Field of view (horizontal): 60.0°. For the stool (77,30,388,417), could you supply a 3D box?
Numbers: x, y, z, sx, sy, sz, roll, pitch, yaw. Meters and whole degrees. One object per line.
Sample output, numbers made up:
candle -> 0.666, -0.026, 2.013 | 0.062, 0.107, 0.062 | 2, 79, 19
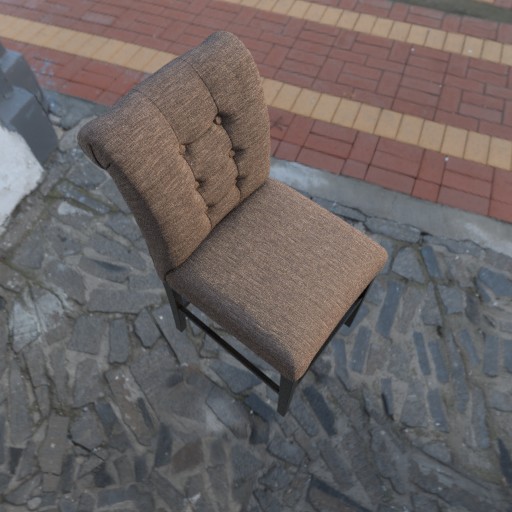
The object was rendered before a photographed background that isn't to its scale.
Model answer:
stool -> 0.000, 0.000, 1.275 | 0.611, 0.970, 0.457 | 35, 65, 18
